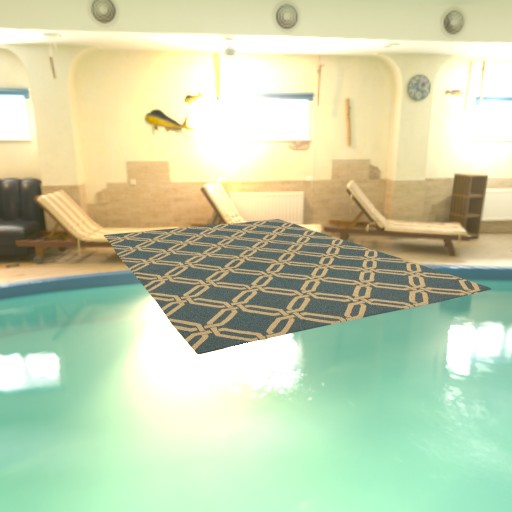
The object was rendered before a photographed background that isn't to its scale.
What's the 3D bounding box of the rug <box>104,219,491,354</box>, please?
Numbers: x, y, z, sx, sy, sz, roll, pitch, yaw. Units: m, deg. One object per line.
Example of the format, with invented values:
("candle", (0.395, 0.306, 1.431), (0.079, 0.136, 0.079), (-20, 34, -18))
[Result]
("rug", (0.000, 0.000, 2.745), (1.524, 0.013, 2.135), (-7, 17, -26))
